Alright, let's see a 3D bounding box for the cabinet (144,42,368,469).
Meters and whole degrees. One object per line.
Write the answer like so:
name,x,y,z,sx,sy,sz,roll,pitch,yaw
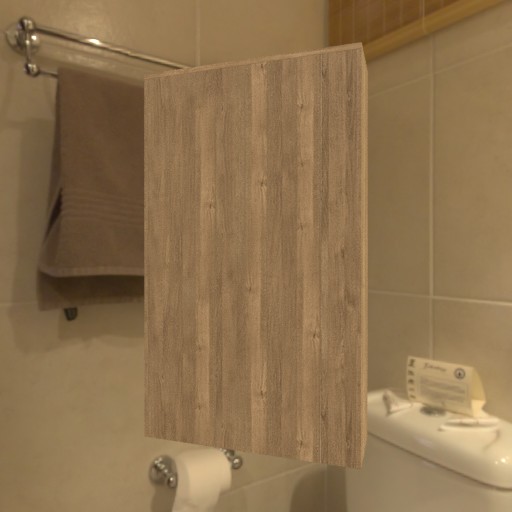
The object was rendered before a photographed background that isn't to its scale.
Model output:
cabinet,0.000,0.000,1.566,0.750,1.280,0.250,0,0,19
